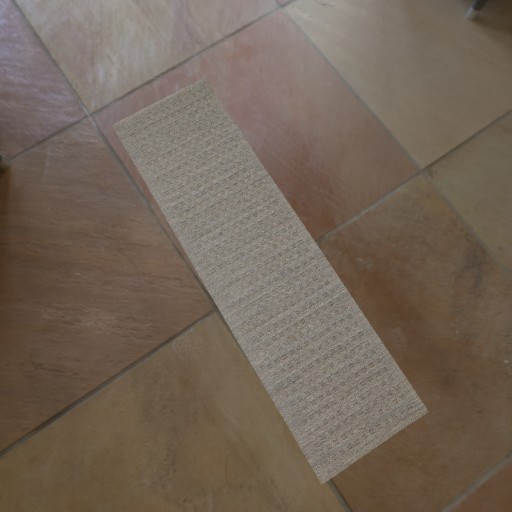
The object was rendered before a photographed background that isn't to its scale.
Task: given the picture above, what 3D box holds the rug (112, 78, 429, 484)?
[{"bbox_3d":[0.000,0.000,2.601,0.688,0.005,2.437,-30,77,-8],"label":"rug"}]
